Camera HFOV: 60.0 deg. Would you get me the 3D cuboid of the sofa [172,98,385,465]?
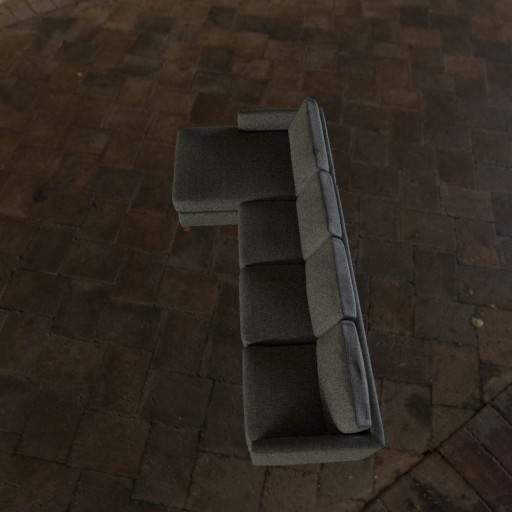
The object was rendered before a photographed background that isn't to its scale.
[{"bbox_3d":[0.000,0.000,4.114,1.635,0.960,3.485,-2,58,-1],"label":"sofa"}]
